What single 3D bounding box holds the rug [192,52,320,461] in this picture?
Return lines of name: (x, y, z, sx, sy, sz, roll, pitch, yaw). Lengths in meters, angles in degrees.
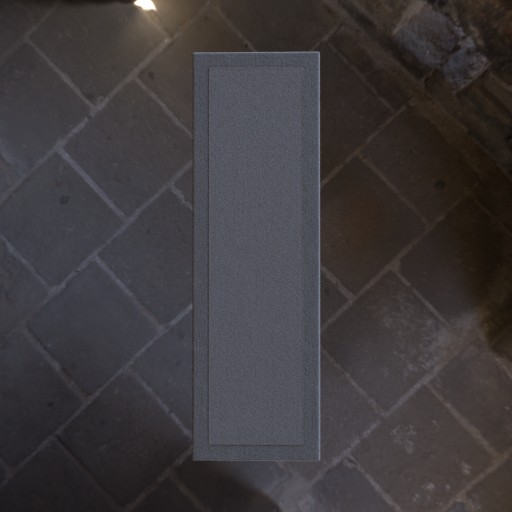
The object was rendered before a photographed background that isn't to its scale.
rug: (0.000, 0.000, 2.637, 0.759, 0.012, 2.430, 0, 90, 1)
